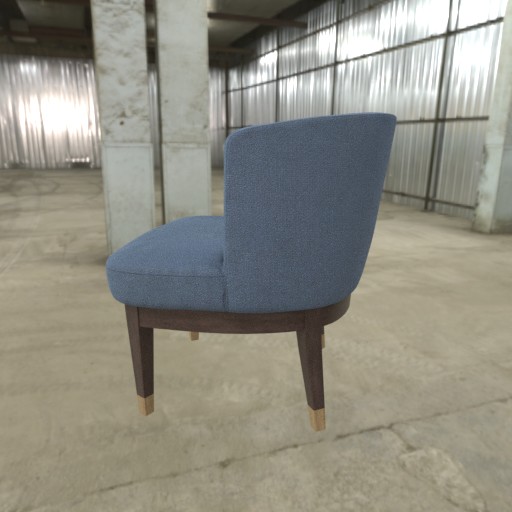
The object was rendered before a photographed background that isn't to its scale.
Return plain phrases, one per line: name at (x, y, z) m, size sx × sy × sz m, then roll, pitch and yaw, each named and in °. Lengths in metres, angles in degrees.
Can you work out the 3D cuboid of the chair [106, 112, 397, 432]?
chair at (0.000, 0.000, 1.255) m, size 0.702 × 0.760 × 0.661 m, roll 2°, pitch 15°, yaw 8°
